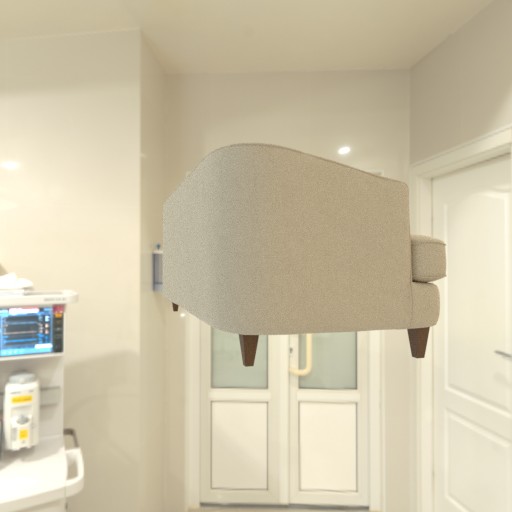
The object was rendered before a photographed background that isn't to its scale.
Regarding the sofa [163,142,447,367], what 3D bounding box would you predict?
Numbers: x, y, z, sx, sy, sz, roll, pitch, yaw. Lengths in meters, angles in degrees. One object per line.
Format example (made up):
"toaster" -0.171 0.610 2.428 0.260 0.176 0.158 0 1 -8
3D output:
"sofa" 0.000 0.000 2.712 0.941 0.855 2.278 0 -1 -18
